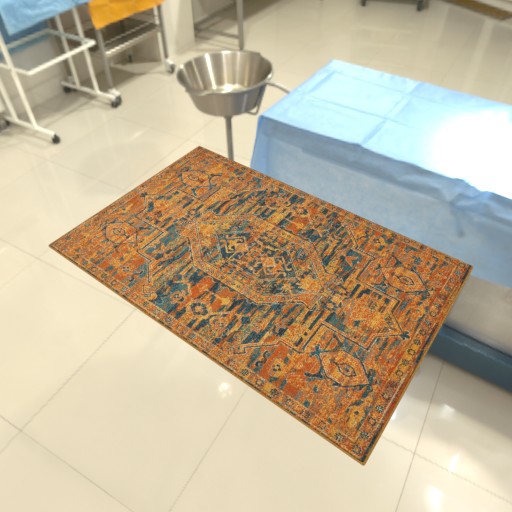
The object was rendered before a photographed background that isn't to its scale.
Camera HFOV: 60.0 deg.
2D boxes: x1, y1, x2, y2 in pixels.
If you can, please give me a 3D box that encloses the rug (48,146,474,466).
[{"bbox_3d":[0.000,0.000,1.066,0.863,0.008,0.557,28,53,24],"label":"rug"}]
